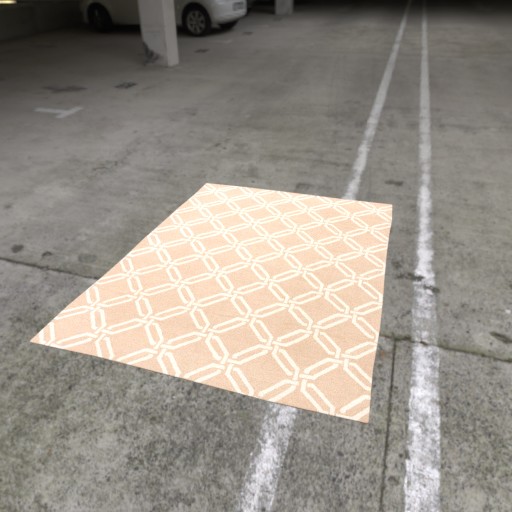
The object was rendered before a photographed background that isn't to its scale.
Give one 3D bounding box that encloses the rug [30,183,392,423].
[{"bbox_3d":[0.000,0.000,4.300,2.452,0.020,3.365,9,31,15],"label":"rug"}]
